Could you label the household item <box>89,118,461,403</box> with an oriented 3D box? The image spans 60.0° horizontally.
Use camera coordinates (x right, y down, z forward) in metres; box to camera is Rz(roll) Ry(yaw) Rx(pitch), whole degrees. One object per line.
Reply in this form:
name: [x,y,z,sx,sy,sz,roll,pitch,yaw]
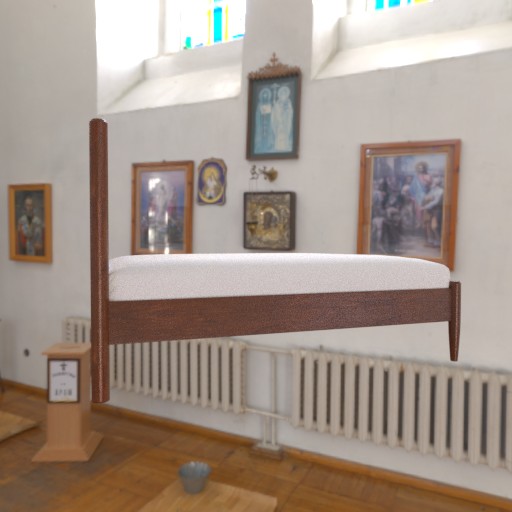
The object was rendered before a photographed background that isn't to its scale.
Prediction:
household item: [0.000,0.000,3.238,2.232,1.356,1.663,0,1,-19]
